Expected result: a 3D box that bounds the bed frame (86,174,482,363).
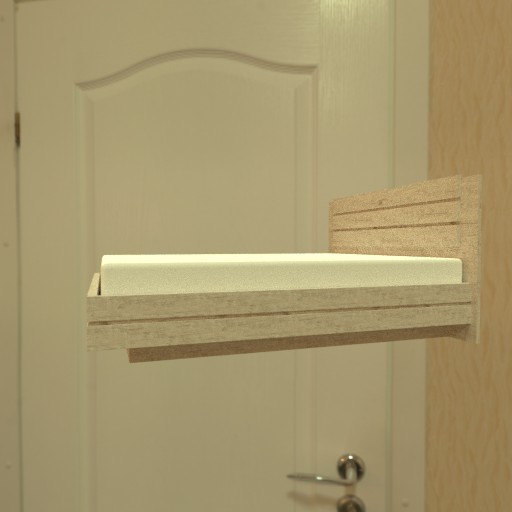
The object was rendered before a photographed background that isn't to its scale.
[{"bbox_3d":[0.000,0.000,2.989,2.080,0.970,1.750,-1,2,-19],"label":"bed frame"}]
